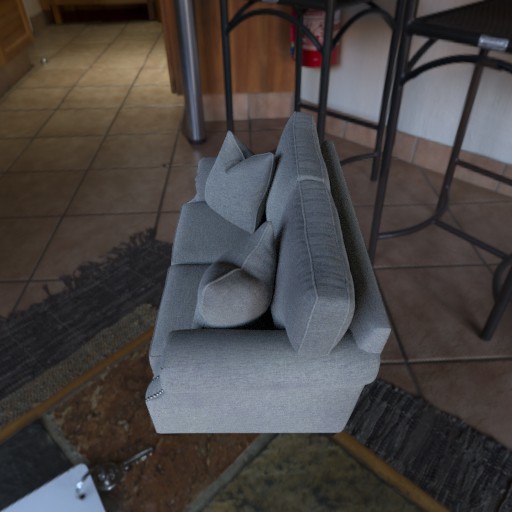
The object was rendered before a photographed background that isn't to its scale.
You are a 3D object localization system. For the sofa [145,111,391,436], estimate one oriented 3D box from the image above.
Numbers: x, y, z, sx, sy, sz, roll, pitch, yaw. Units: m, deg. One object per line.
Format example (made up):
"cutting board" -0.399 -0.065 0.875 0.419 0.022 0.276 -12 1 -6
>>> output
"sofa" 0.000 0.000 2.350 0.966 0.966 1.701 0 40 0
